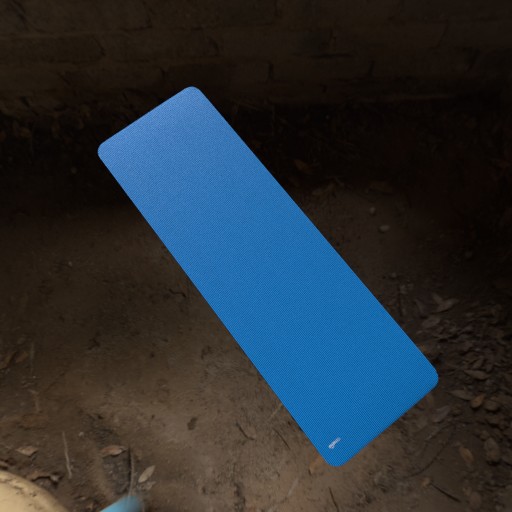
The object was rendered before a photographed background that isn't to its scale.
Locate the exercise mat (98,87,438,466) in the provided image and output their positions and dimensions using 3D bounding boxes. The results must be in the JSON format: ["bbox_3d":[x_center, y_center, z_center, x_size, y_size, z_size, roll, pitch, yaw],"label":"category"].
[{"bbox_3d":[0.000,0.000,2.066,0.616,0.021,1.869,-37,78,-9],"label":"exercise mat"}]
